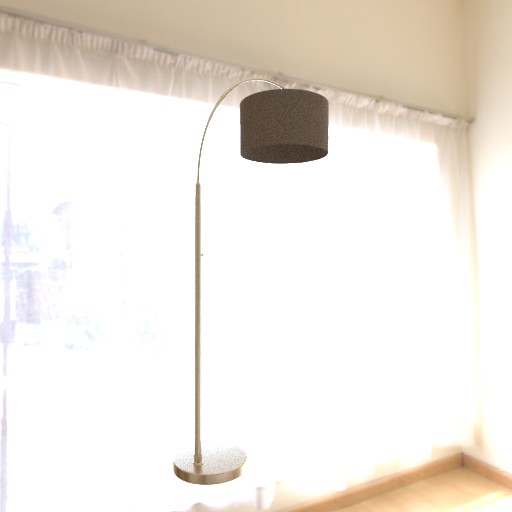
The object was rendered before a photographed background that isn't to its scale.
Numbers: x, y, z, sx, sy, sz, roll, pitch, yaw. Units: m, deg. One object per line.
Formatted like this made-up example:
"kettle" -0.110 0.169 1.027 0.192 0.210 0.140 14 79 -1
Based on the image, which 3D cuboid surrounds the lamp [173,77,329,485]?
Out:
"lamp" 0.000 0.000 2.080 0.452 1.735 0.934 0 0 36
